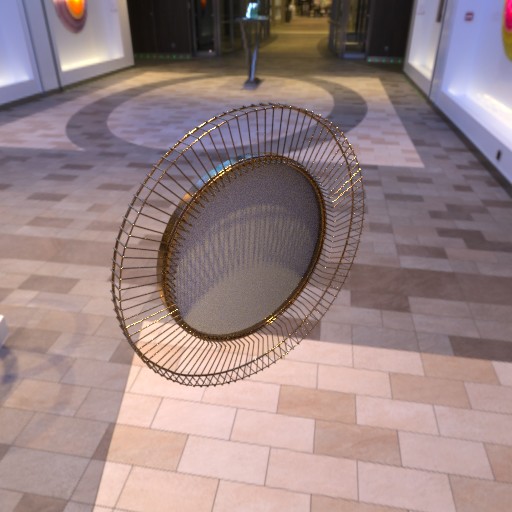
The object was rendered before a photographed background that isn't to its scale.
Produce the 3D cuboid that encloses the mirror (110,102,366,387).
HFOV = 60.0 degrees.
[{"bbox_3d":[0.000,0.000,1.067,0.703,0.703,0.067,-20,36,-31],"label":"mirror"}]
